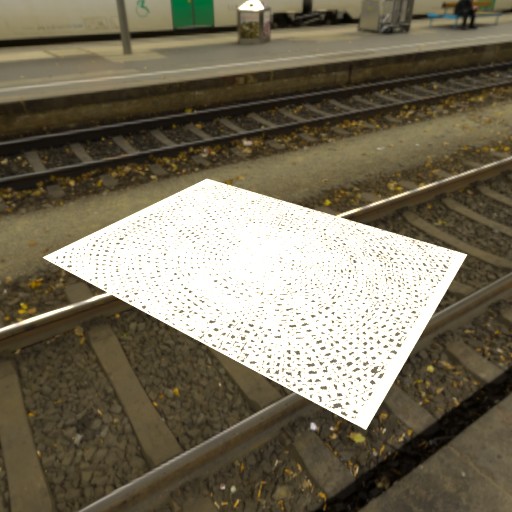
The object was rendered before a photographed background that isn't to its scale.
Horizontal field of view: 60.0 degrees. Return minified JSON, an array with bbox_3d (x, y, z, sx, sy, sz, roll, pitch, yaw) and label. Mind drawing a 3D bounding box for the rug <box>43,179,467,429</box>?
[{"bbox_3d":[0.000,0.000,2.112,1.634,0.003,1.190,21,38,29],"label":"rug"}]
